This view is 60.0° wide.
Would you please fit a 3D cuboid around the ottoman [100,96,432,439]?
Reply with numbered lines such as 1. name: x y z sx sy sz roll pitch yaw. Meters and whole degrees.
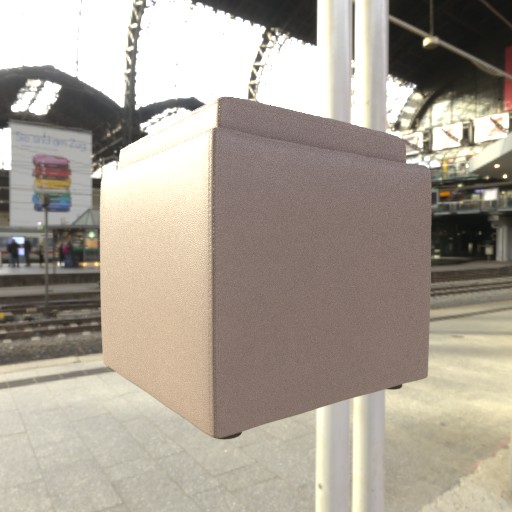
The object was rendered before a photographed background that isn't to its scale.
1. ottoman: 0.000 0.000 0.819 0.451 0.460 0.450 -1 1 -36
